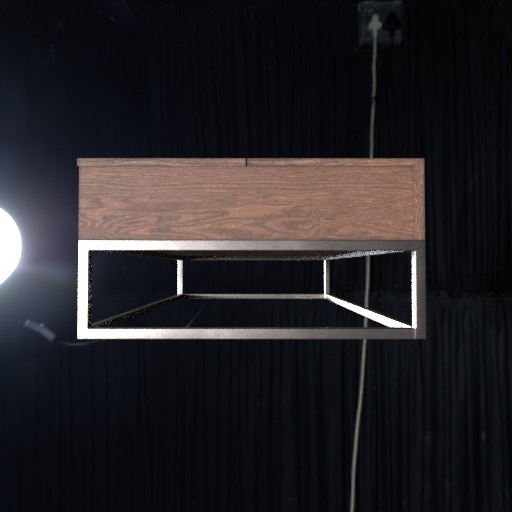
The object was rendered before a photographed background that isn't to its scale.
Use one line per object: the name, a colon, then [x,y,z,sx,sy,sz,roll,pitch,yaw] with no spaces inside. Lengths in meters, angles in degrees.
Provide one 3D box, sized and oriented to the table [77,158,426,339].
table: [0.000,0.000,1.466,0.719,0.361,1.167,0,-2,0]
